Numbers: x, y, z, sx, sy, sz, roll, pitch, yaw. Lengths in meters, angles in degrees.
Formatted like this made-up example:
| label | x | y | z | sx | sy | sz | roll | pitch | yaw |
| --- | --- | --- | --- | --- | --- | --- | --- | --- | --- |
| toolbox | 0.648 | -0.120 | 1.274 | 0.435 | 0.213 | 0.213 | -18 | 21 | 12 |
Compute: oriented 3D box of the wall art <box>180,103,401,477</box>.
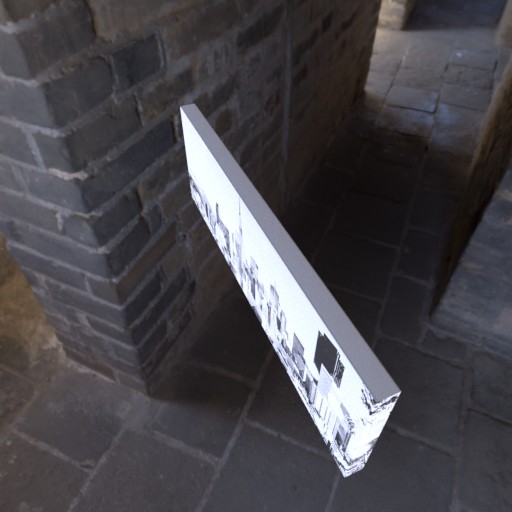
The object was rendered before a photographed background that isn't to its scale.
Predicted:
| label | x | y | z | sx | sy | sz | roll | pitch | yaw |
| --- | --- | --- | --- | --- | --- | --- | --- | --- | --- |
| wall art | 0.000 | 0.000 | 0.849 | 0.036 | 0.256 | 0.766 | -18 | 49 | -16 |
